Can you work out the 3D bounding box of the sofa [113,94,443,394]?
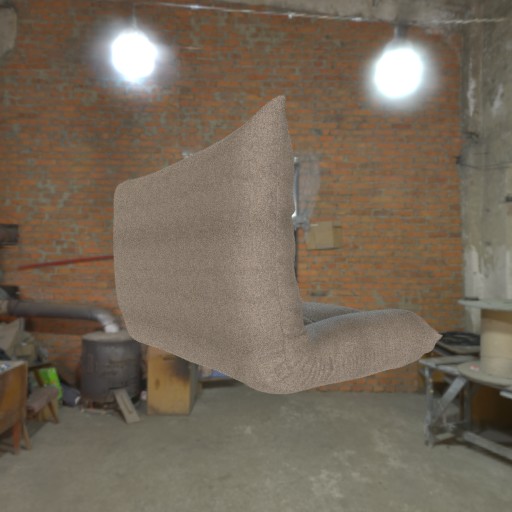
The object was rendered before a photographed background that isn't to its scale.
[{"bbox_3d":[0.000,0.000,1.761,0.847,0.795,1.144,1,-1,-36],"label":"sofa"}]
